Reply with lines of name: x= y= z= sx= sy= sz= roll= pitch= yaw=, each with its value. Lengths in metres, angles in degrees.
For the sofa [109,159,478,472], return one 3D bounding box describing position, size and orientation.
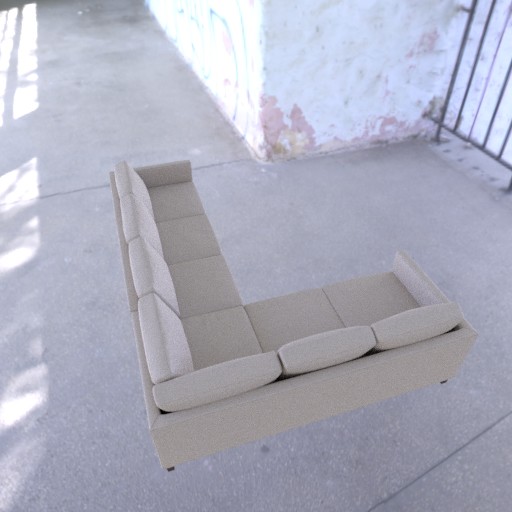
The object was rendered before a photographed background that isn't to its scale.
sofa: x=0.000 y=0.000 z=4.256 sx=2.432 sy=0.863 sz=3.182 roll=-12 pitch=43 yaw=-13
